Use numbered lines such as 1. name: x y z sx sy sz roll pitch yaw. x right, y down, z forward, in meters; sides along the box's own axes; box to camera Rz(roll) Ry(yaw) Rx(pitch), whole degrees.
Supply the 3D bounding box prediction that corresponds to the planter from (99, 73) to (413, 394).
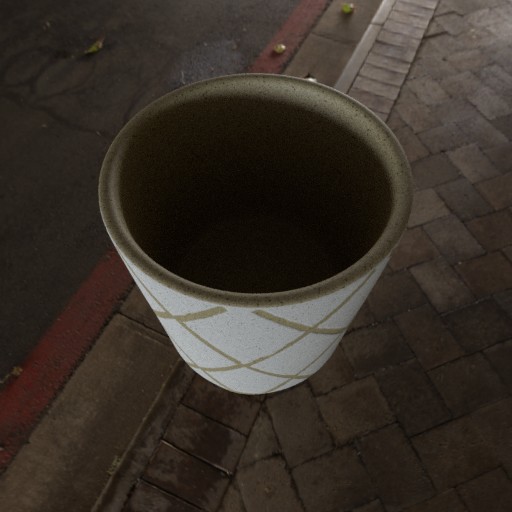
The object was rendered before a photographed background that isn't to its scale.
1. planter: 0.000 0.000 0.355 0.191 0.199 0.191 0 57 0
